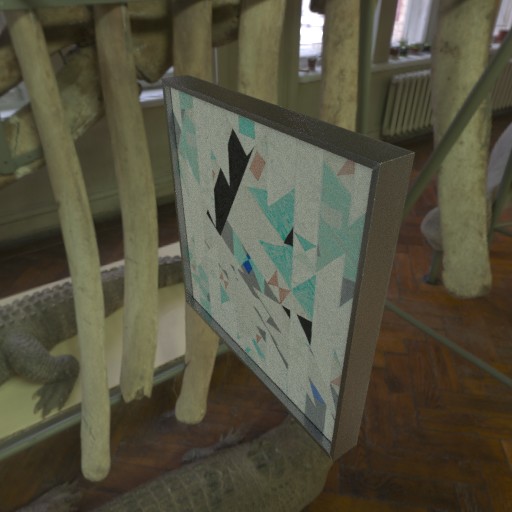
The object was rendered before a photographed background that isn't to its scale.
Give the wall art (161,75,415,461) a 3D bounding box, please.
[{"bbox_3d":[0.000,0.000,0.529,0.038,0.350,0.350,-21,38,-29],"label":"wall art"}]
